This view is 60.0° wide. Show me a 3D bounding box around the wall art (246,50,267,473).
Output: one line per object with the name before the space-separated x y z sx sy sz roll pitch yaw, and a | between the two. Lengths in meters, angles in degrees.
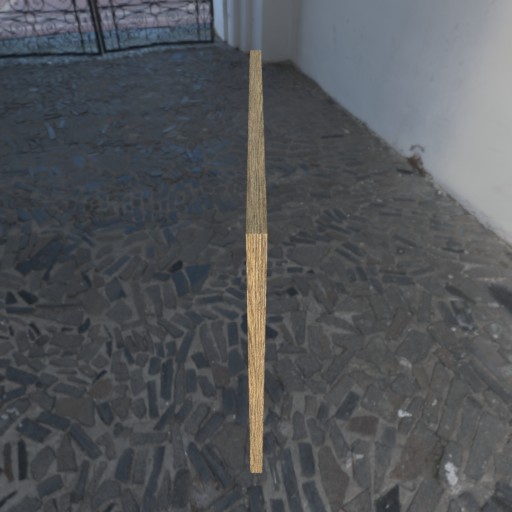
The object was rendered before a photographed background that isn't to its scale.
wall art | 0.000 0.000 0.752 0.019 0.508 0.508 0 42 0
